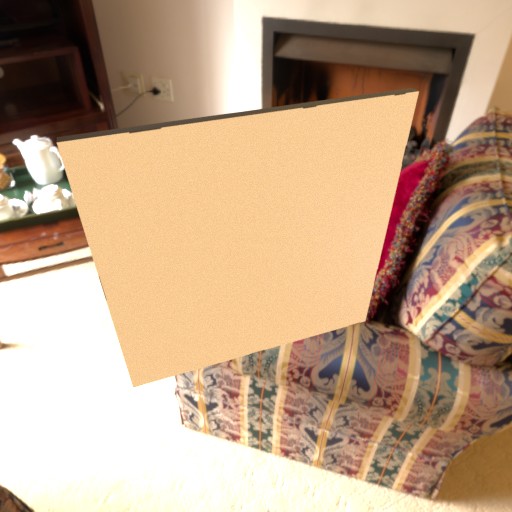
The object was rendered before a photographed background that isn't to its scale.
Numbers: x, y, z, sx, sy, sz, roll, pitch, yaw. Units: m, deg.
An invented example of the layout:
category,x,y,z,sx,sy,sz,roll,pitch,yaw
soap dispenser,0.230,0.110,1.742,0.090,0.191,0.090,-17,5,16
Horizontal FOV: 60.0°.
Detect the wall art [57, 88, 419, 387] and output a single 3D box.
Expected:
category,x,y,z,sx,sy,sz,roll,pitch,yaw
wall art,0.000,0.000,0.667,0.446,0.445,0.014,-13,42,-15
